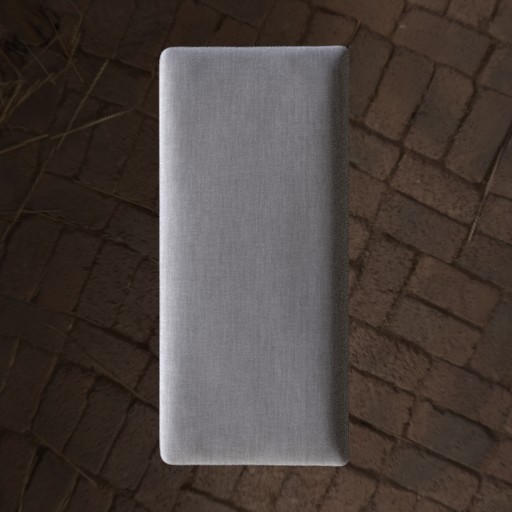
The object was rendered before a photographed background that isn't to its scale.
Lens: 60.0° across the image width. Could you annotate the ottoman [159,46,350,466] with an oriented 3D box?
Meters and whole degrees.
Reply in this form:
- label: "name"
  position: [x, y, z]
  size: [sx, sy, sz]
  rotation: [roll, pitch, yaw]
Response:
- label: "ottoman"
  position: [0.000, 0.000, 1.116]
  size: [0.419, 0.432, 0.902]
  rotation: [0, 90, 1]
